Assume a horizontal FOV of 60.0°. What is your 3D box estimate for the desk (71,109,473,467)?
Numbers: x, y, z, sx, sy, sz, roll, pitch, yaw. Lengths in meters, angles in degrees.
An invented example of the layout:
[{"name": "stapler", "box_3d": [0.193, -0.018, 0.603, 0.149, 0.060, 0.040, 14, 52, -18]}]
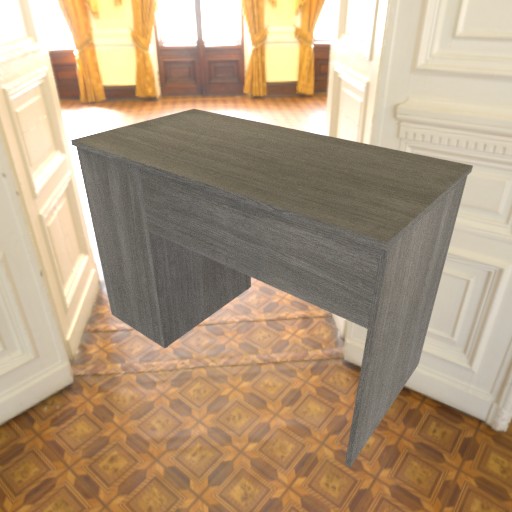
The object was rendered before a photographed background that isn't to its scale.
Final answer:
[{"name": "desk", "box_3d": [0.000, 0.000, 1.527, 1.097, 0.735, 0.560, 22, 38, 32]}]
